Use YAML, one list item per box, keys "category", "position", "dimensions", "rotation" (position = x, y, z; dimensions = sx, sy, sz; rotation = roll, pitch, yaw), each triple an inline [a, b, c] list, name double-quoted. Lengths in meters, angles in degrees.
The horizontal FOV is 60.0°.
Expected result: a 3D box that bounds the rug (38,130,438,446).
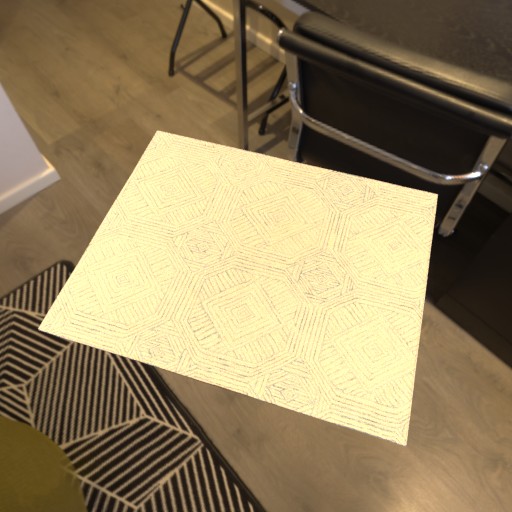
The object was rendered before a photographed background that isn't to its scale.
- category: "rug"
  position: [0.000, 0.000, 4.067]
  dimensions: [3.049, 0.015, 2.457]
  rotation: [15, 60, 9]
